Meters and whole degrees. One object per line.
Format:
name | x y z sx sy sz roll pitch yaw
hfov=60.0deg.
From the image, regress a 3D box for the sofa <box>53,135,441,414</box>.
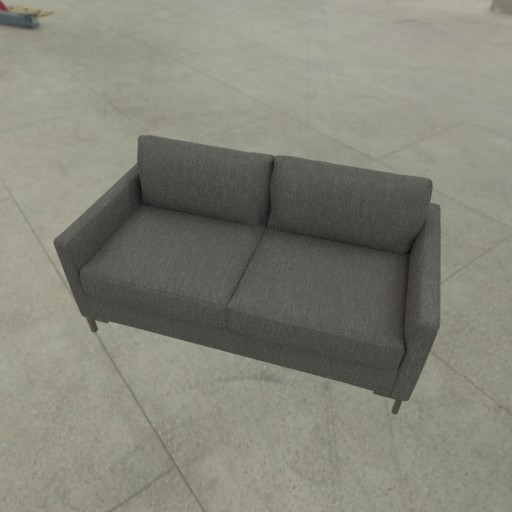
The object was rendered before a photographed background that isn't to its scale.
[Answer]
sofa | 0.000 0.000 2.210 1.682 0.840 0.875 12 42 13
